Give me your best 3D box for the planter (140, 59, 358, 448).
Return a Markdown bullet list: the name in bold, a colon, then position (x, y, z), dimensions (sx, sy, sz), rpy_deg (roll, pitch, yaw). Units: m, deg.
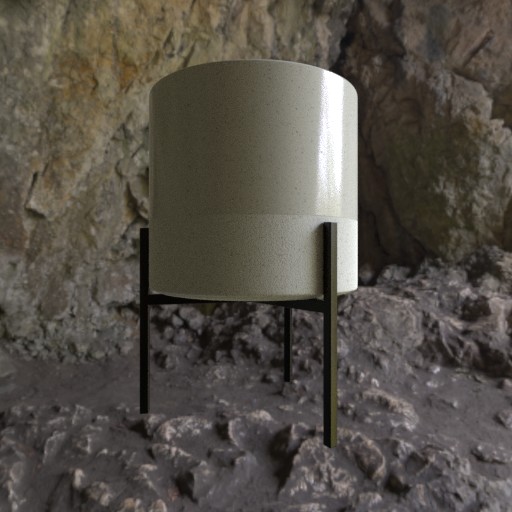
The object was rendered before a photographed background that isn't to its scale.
- **planter**: position (0.000, 0.000, 0.330), dimensions (0.152, 0.230, 0.159), rpy_deg (0, 0, -36)
